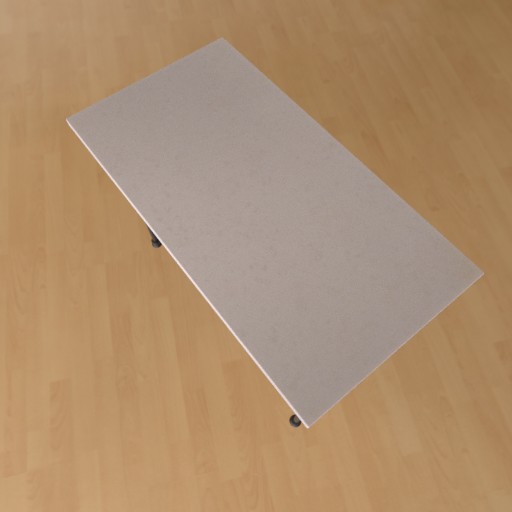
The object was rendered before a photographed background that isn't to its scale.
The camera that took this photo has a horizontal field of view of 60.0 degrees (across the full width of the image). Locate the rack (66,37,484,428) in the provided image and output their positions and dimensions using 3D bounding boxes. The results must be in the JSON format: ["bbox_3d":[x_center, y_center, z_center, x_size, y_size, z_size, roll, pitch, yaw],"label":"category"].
[{"bbox_3d":[0.000,0.000,1.671,0.613,0.880,1.159,-35,69,-16],"label":"rack"}]
